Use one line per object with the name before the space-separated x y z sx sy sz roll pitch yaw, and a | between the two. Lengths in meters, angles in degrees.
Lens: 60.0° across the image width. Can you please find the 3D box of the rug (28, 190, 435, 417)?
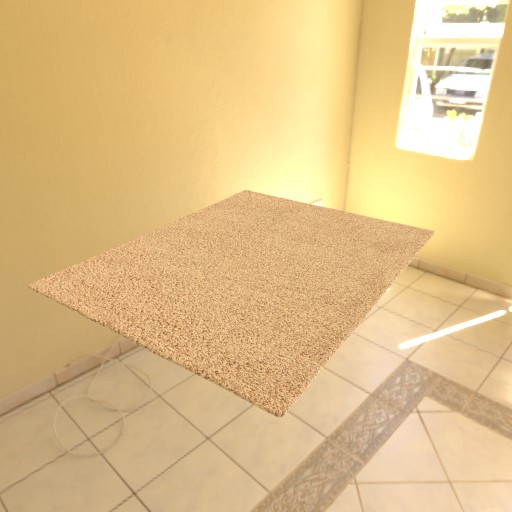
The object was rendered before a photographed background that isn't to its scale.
rug | 0.000 0.000 4.108 2.438 0.029 3.047 17 31 31
